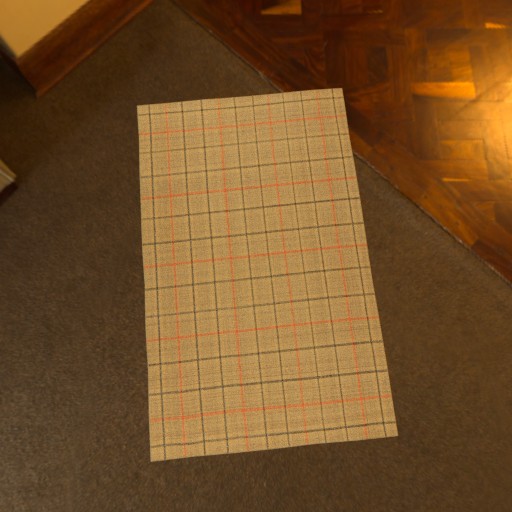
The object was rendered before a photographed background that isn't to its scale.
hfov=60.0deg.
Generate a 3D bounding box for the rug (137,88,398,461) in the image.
[{"bbox_3d":[0.000,0.000,2.999,1.524,0.015,2.439,-5,77,-1],"label":"rug"}]
